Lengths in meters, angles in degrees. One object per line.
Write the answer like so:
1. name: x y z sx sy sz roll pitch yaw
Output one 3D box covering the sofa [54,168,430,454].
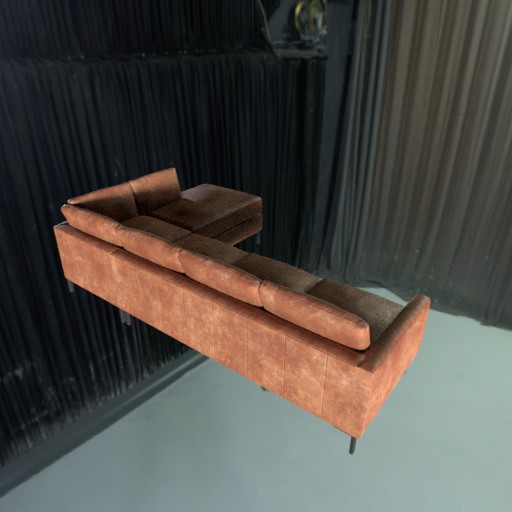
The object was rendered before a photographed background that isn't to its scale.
1. sofa: 0.000 0.000 3.781 2.984 0.877 1.938 20 34 32
